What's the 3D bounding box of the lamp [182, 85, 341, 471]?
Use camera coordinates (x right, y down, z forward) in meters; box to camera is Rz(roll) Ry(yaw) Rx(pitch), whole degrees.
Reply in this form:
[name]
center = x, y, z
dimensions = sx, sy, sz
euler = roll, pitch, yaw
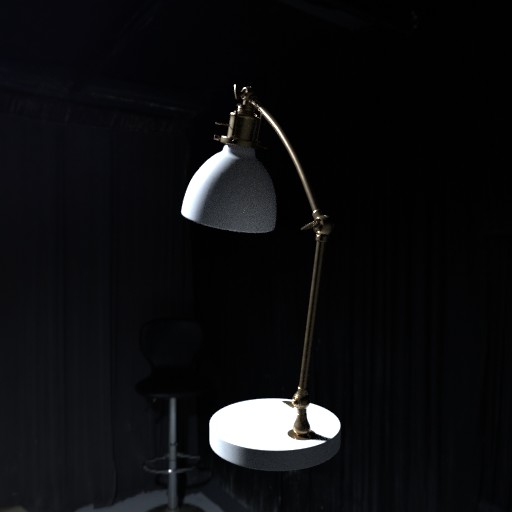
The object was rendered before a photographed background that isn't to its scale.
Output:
[lamp]
center = 0.000, 0.000, 0.669
dimensions = 0.186, 0.522, 0.317
euler = -1, 1, -35
